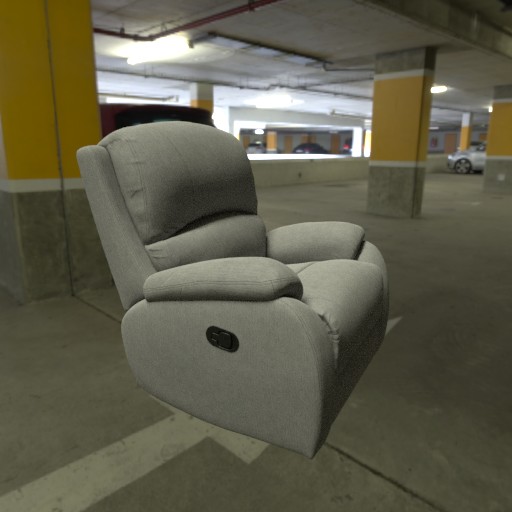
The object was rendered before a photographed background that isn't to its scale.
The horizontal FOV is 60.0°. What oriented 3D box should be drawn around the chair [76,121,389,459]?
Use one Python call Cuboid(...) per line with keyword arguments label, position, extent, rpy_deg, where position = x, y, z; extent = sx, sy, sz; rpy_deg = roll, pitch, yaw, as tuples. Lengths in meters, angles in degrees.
Cuboid(label="chair", position=(0.000, 0.000, 1.713), extent=(0.899, 1.011, 0.930), rpy_deg=(7, 15, 27))
